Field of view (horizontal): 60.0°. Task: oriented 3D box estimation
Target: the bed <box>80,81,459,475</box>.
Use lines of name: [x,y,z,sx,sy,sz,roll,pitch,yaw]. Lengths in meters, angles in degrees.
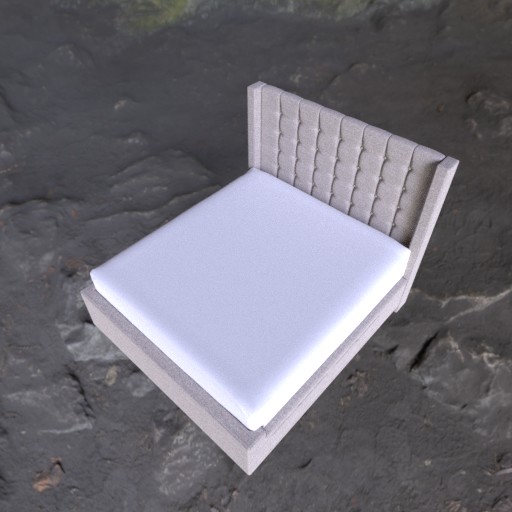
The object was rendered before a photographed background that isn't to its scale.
bed: [0.000,0.000,3.844,2.044,1.748,2.372,33,54,28]
